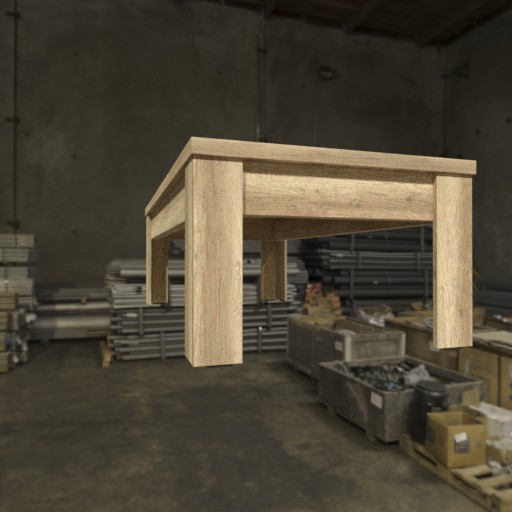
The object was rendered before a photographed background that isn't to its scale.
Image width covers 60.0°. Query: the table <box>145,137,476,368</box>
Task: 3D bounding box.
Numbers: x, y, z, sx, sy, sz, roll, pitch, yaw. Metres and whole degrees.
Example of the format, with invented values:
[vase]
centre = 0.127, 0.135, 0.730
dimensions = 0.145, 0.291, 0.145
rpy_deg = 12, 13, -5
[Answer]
[table]
centre = 0.000, 0.000, 1.619
dimensions = 0.700, 0.460, 1.350
rpy_deg = 0, 0, -18
